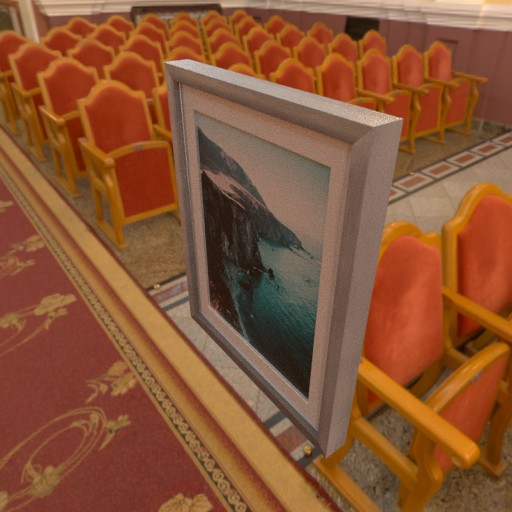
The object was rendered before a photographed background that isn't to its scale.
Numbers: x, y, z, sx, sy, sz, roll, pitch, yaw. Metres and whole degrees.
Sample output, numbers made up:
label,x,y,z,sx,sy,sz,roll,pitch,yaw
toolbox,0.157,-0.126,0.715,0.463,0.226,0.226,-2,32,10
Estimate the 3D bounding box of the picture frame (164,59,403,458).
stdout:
label,x,y,z,sx,sy,sz,roll,pitch,yaw
picture frame,0.000,0.000,0.750,0.046,0.555,0.449,-22,39,-30
